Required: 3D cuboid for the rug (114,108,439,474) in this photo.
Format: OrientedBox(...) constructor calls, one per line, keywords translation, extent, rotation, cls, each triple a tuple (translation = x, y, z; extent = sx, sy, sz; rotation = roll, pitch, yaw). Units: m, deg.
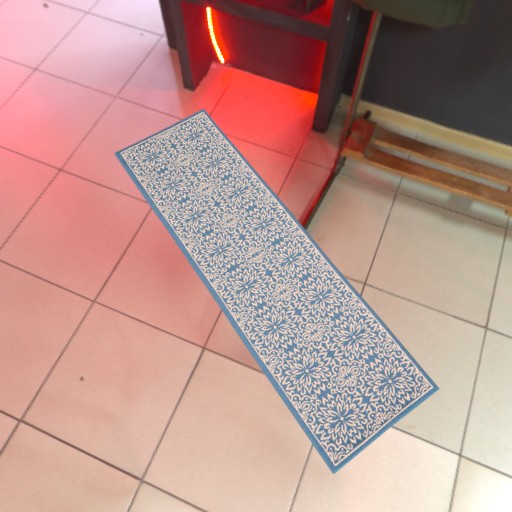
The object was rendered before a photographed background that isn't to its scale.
OrientedBox(translation=(0.000, 0.000, 2.470), extent=(0.662, 0.011, 2.196), rotation=(-32, 68, -14), cls="rug")
